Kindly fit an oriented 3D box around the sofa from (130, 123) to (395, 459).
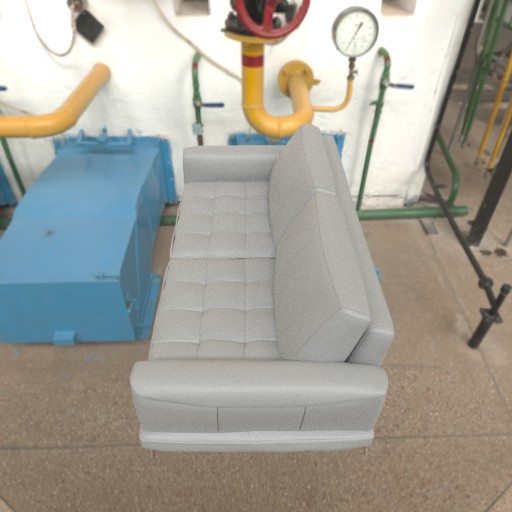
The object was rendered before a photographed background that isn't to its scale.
[{"bbox_3d":[0.000,0.000,2.666,1.121,0.930,2.177,0,41,-1],"label":"sofa"}]
